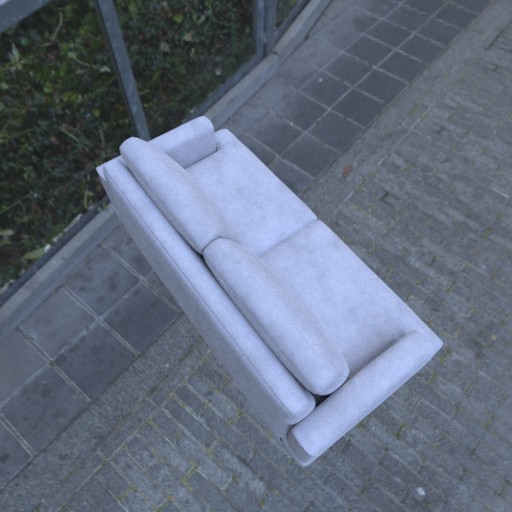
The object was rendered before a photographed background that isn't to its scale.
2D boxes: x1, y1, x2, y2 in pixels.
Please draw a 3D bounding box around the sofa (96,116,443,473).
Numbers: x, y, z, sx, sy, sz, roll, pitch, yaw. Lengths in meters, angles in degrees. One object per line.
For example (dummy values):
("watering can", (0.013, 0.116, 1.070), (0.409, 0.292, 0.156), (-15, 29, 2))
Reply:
("sofa", (0.000, 0.000, 2.513), (0.980, 0.830, 2.013), (-33, 64, -18))
